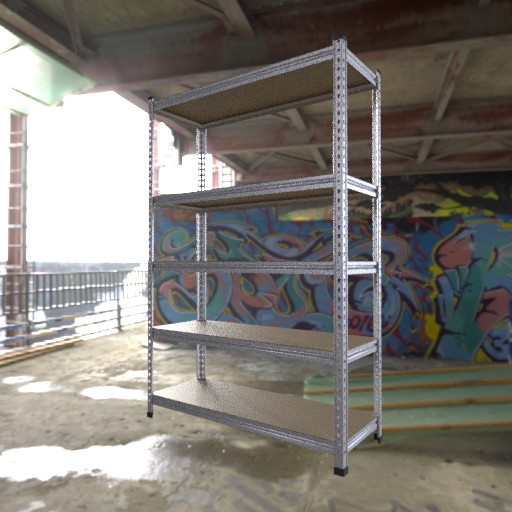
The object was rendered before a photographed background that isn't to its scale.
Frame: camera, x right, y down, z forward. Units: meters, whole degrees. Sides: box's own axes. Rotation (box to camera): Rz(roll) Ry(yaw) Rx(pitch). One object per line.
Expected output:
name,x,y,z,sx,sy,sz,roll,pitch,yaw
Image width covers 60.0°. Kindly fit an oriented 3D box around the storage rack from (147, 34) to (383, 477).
storage rack,0.000,0.000,2.370,1.219,1.829,0.457,-1,-1,36
